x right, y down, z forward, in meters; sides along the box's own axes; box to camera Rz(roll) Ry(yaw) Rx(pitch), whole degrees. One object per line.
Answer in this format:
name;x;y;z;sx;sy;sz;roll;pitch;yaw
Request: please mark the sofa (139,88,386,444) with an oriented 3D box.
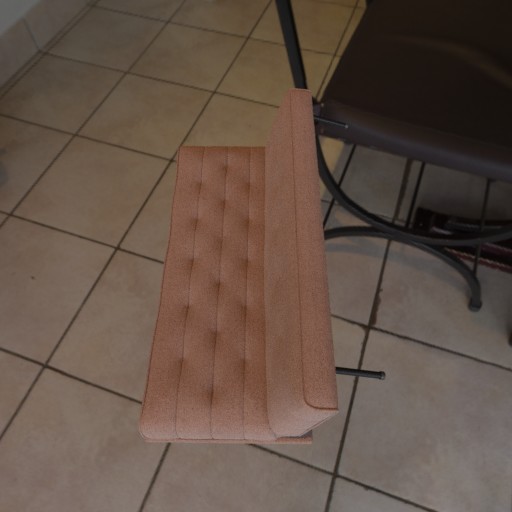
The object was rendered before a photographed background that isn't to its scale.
sofa;0.000;0.000;2.384;1.038;0.810;1.820;1;57;0
